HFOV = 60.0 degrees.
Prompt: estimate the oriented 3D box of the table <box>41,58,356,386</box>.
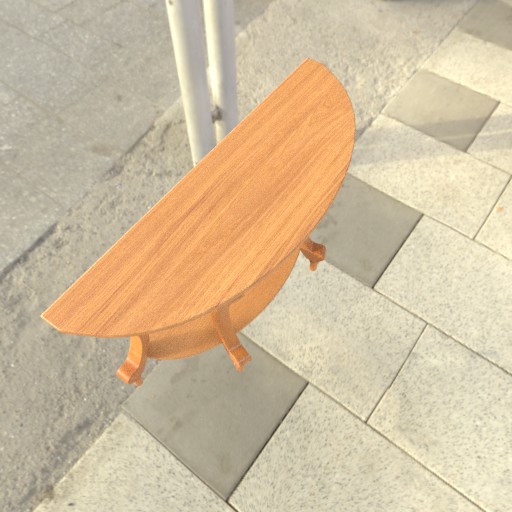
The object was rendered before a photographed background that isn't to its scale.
[{"bbox_3d":[0.000,0.000,1.528,0.394,0.692,1.198,31,63,17],"label":"table"}]
